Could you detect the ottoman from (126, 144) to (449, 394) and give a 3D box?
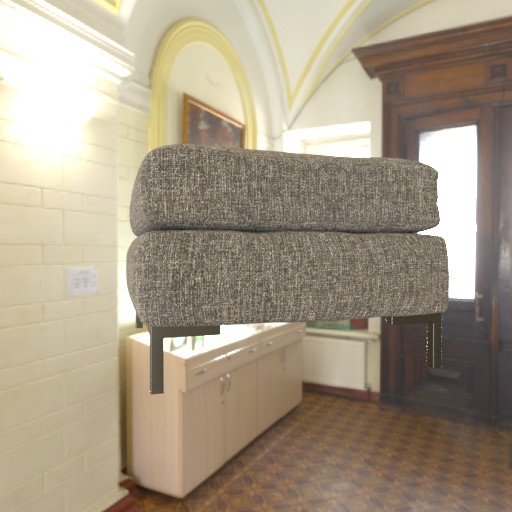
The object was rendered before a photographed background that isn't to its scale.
[{"bbox_3d":[0.000,0.000,1.222,0.683,0.480,0.828,0,1,-17],"label":"ottoman"}]
